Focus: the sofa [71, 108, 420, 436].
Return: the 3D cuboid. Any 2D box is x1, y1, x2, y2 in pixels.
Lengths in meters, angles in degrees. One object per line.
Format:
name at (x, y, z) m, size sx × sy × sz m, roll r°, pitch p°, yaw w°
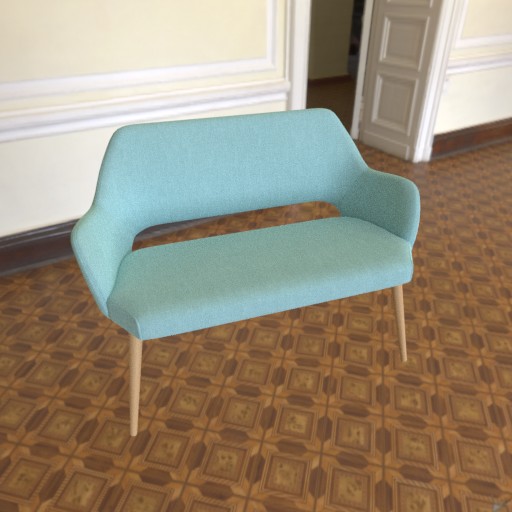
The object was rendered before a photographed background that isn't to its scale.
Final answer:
sofa at (0.000, 0.000, 1.569) m, size 1.150 × 0.840 × 0.610 m, roll -10°, pitch 33°, yaw -16°
